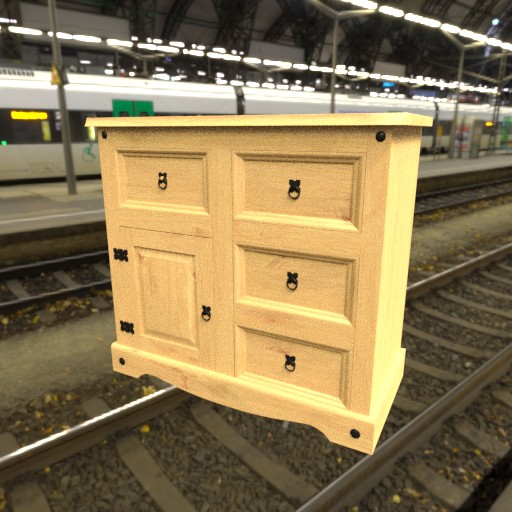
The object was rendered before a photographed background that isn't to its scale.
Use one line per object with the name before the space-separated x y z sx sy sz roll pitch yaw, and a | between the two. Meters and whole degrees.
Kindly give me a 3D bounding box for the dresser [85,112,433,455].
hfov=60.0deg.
dresser | 0.000 0.000 1.402 0.915 0.835 0.440 8 18 27
